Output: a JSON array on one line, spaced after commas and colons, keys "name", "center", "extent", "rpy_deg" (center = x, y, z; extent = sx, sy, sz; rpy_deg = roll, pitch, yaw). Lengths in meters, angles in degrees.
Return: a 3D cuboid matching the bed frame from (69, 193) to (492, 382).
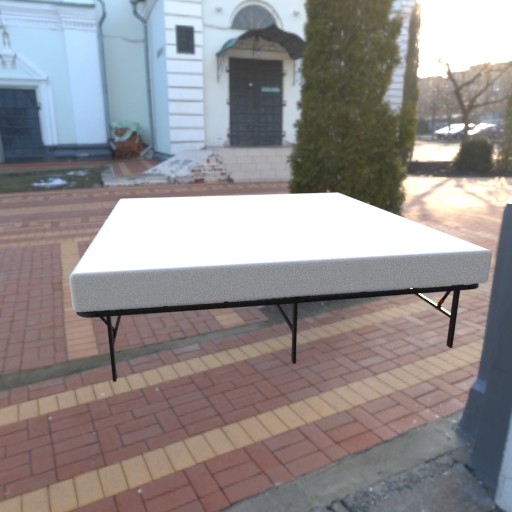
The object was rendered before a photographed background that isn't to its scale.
[{"name": "bed frame", "center": [0.000, 0.000, 2.973], "extent": [1.935, 0.525, 2.033], "rpy_deg": [-3, 16, -11]}]
